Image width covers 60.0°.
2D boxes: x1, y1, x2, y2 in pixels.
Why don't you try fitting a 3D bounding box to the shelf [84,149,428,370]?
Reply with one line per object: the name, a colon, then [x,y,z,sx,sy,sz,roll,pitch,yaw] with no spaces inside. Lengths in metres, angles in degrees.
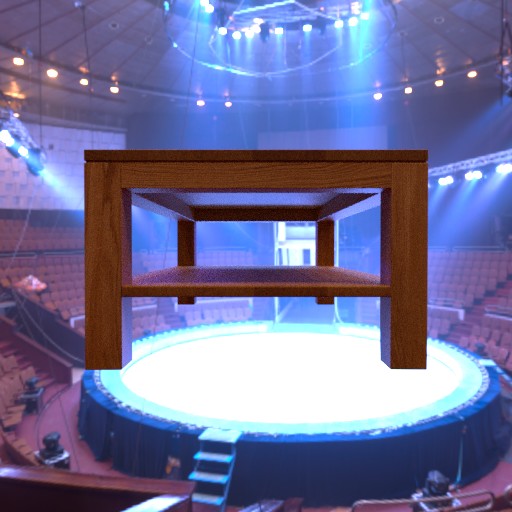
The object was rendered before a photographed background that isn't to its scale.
shelf: [0.000,0.000,1.478,0.700,0.450,1.150,0,1,0]
